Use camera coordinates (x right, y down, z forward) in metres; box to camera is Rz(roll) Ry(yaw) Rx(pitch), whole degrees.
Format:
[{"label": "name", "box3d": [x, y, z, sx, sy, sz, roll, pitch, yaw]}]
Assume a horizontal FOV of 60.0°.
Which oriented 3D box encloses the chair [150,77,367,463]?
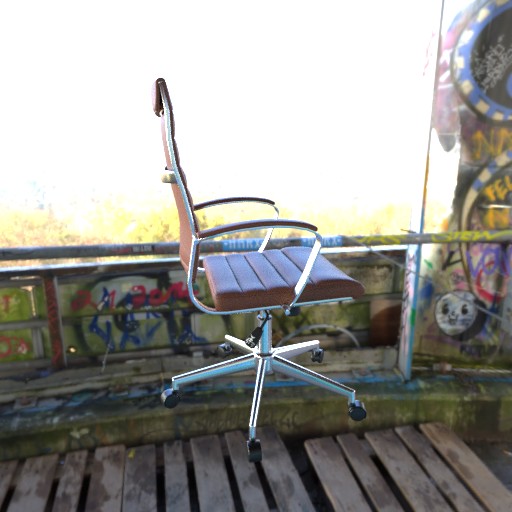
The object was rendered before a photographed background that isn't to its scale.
[{"label": "chair", "box3d": [0.000, 0.000, 1.612, 0.739, 1.149, 0.766, -3, 15, -11]}]
